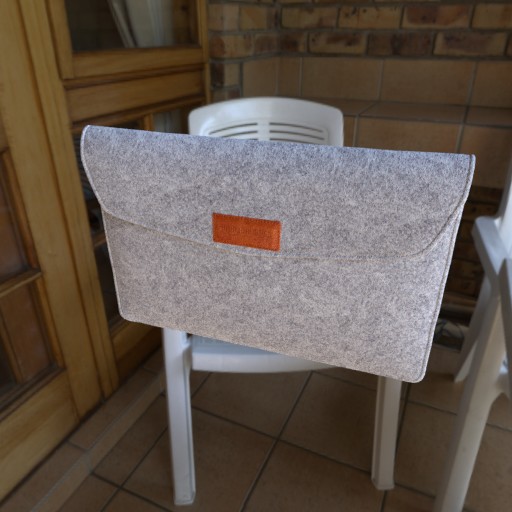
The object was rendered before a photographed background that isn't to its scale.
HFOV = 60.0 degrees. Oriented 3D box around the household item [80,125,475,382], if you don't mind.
[{"bbox_3d":[0.000,0.000,0.419,0.335,0.221,0.057,9,29,17],"label":"household item"}]
